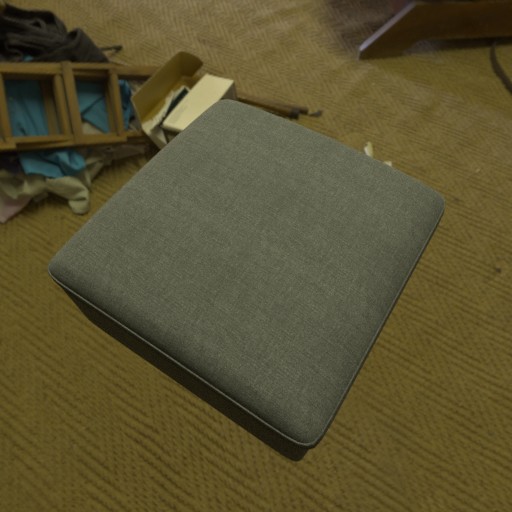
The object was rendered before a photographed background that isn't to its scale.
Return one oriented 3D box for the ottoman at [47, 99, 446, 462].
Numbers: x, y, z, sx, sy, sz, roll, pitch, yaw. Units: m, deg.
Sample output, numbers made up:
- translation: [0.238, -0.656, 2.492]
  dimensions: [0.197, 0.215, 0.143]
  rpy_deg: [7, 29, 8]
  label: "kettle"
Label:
- translation: [0.000, 0.000, 1.716]
  dimensions: [1.067, 0.559, 1.067]
  rpy_deg: [29, 63, 17]
  label: "ottoman"
